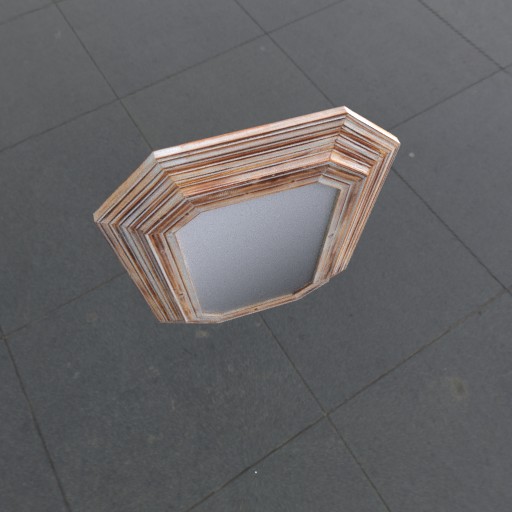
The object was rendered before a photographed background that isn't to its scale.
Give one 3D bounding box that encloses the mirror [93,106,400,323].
[{"bbox_3d":[0.000,0.000,1.302,0.709,1.015,0.061,-15,65,-7],"label":"mirror"}]
